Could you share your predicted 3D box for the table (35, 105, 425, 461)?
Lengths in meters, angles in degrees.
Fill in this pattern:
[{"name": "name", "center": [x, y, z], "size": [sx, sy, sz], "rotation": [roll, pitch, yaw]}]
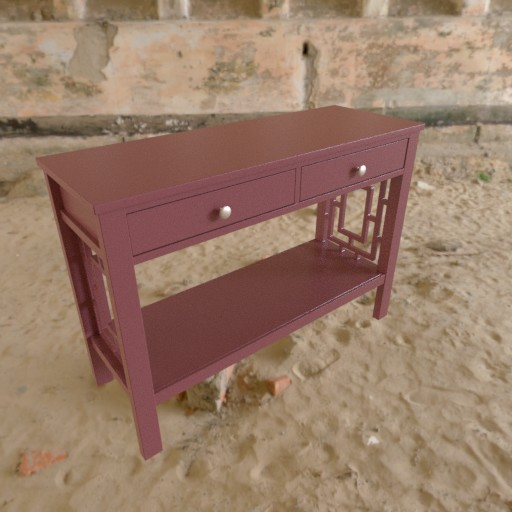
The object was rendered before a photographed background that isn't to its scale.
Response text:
[{"name": "table", "center": [0.000, 0.000, 1.425], "size": [1.068, 0.753, 0.397], "rotation": [-21, 36, -33]}]
